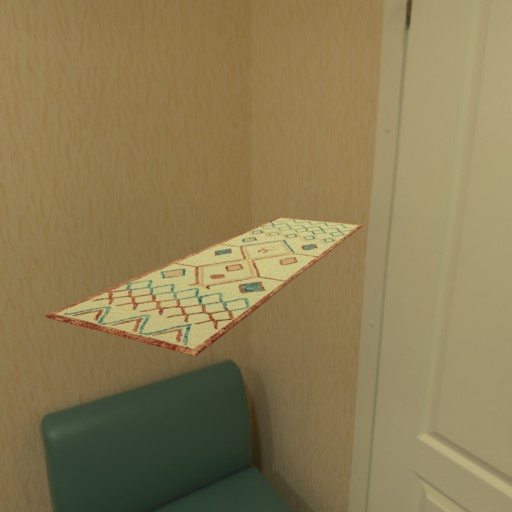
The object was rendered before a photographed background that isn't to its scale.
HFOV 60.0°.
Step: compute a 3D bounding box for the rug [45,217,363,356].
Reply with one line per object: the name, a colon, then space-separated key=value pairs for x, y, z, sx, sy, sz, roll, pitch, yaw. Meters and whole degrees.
rug: x=0.000 y=0.000 z=2.728 sx=0.750 sy=0.011 sz=2.435 roll=8 pitch=18 yaw=25
